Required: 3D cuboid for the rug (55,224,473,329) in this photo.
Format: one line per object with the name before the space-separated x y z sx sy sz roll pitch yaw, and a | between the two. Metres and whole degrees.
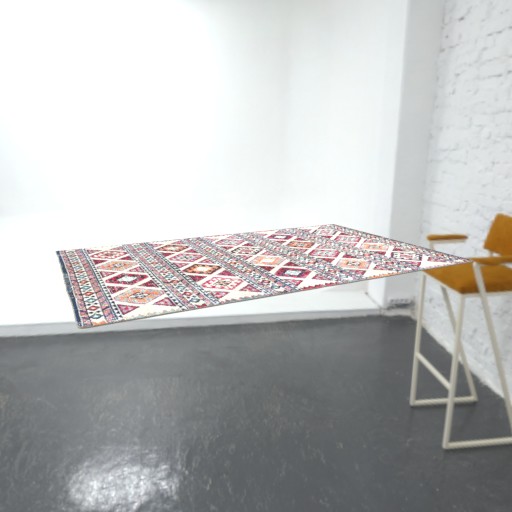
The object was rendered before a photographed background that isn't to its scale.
rug | 0.000 0.000 3.034 2.440 0.010 1.545 -7 16 -26
